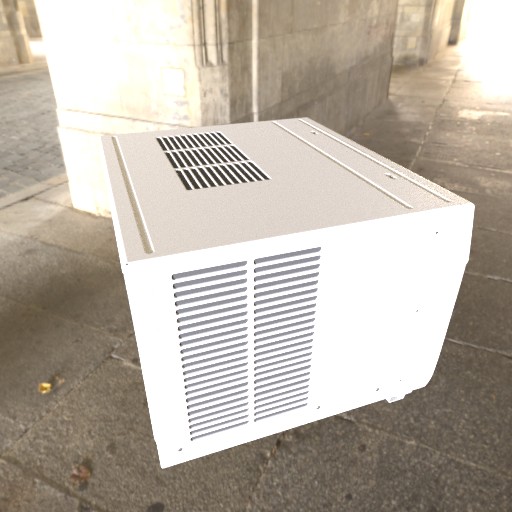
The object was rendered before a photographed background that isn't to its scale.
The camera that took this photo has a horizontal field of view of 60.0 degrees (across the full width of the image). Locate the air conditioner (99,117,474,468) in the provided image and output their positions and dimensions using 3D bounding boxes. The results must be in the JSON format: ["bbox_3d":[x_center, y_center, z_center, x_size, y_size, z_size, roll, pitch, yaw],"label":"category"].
[{"bbox_3d":[0.000,0.000,1.040,0.599,0.455,0.645,-10,32,-17],"label":"air conditioner"}]
